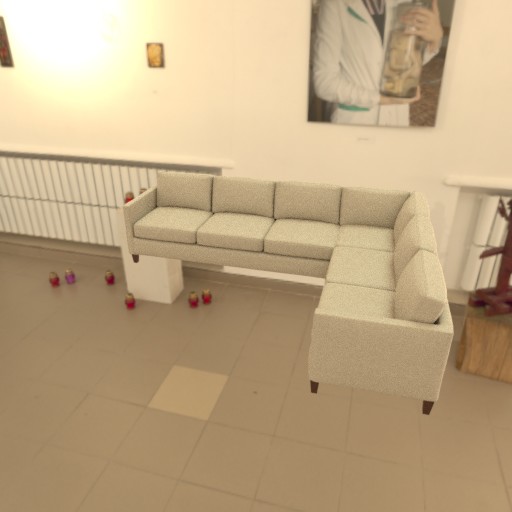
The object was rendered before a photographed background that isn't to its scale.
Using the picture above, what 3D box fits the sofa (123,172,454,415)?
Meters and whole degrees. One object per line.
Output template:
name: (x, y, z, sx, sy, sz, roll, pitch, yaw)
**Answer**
sofa: (0.000, 0.000, 4.390, 3.333, 0.934, 2.522, 7, 27, 14)
